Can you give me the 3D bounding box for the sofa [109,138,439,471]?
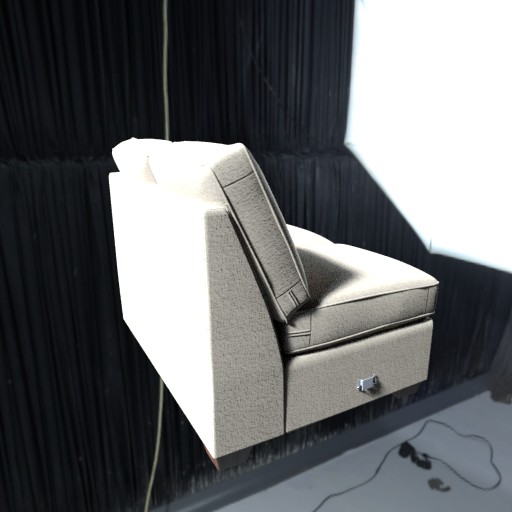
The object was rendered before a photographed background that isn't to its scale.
[{"bbox_3d":[0.000,0.000,1.967,0.978,1.006,1.232,-8,18,-28],"label":"sofa"}]
